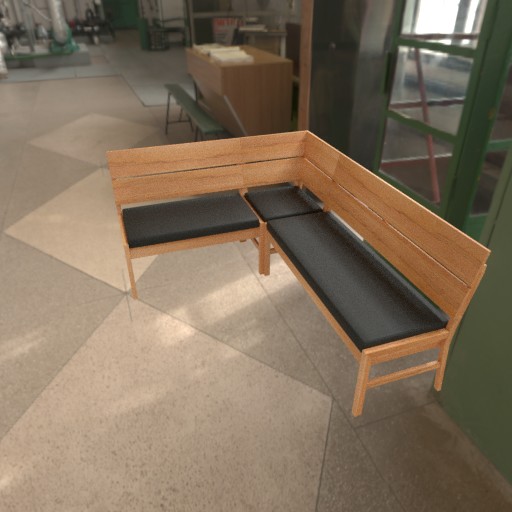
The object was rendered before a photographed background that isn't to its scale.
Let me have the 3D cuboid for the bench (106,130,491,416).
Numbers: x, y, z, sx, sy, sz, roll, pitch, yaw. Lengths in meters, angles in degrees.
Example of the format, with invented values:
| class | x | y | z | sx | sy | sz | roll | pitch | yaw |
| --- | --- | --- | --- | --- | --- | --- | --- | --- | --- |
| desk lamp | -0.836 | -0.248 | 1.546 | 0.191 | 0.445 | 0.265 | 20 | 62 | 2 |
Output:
| class | x | y | z | sx | sy | sz | roll | pitch | yaw |
| --- | --- | --- | --- | --- | --- | --- | --- | --- | --- |
| bench | 0.000 | 0.000 | 2.771 | 1.548 | 0.890 | 1.948 | -10 | 34 | -16 |
